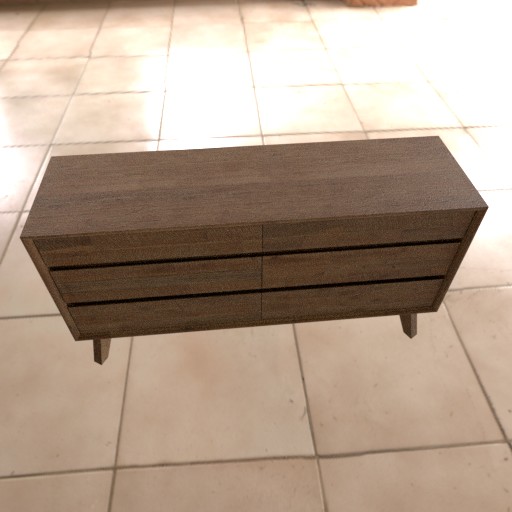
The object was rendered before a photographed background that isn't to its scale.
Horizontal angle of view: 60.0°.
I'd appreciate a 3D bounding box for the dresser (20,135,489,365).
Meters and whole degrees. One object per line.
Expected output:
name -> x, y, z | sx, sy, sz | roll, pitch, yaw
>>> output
dresser -> 0.000, 0.000, 1.907 | 1.554, 0.805, 0.455 | -4, 47, -4
